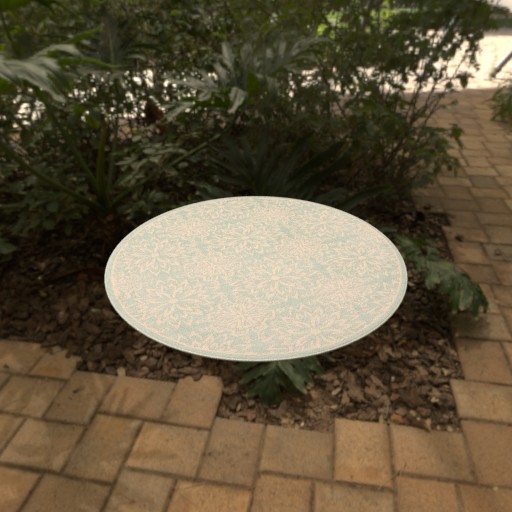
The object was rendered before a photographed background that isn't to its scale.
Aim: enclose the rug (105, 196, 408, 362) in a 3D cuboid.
[{"bbox_3d":[0.000,0.000,2.426,1.593,0.012,1.593,0,32,0],"label":"rug"}]
